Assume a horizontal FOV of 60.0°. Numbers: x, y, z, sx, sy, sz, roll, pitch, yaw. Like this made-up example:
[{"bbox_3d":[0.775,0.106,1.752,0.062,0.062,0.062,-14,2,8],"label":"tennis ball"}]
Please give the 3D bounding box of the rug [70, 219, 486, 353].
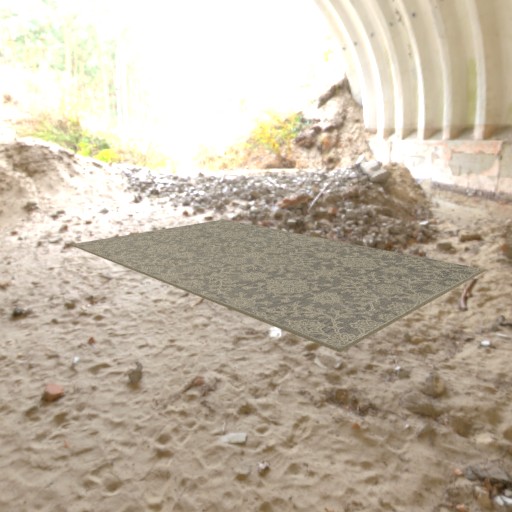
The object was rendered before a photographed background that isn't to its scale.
[{"bbox_3d":[0.000,0.000,3.002,1.515,0.010,2.430,-14,20,-43],"label":"rug"}]
